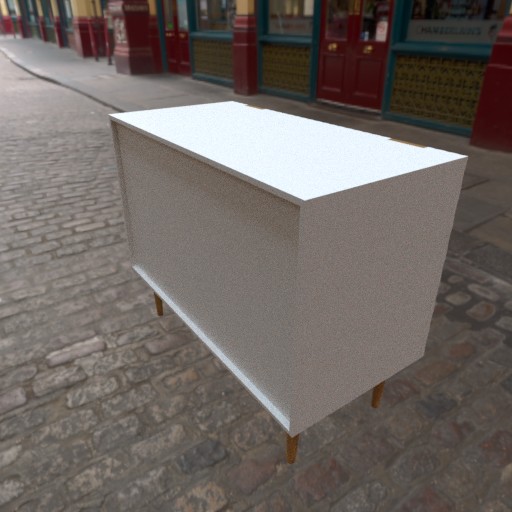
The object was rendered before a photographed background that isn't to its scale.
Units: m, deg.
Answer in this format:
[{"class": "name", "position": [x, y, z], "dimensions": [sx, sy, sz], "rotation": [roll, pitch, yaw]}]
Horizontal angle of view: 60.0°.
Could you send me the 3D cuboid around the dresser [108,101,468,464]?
[{"class": "dresser", "position": [0.000, 0.000, 1.302], "dimensions": [0.457, 0.721, 0.905], "rotation": [-18, 33, -31]}]
